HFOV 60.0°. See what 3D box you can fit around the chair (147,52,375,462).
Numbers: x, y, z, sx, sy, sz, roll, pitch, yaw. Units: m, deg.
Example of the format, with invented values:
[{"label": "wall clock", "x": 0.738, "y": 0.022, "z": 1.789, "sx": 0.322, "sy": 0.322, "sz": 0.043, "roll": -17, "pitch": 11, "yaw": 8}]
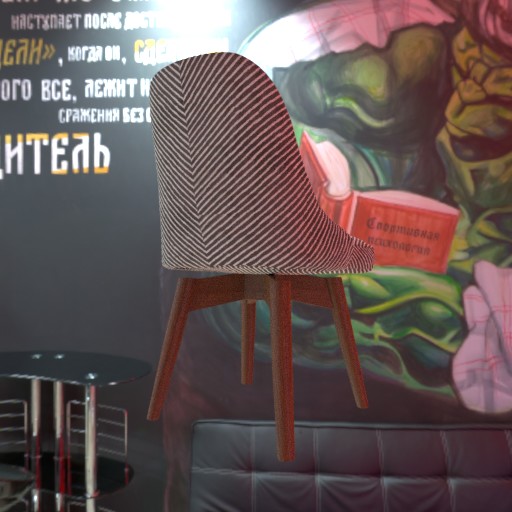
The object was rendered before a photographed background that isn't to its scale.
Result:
[{"label": "chair", "x": 0.000, "y": 0.000, "z": 1.232, "sx": 0.504, "sy": 0.883, "sz": 0.591, "roll": 0, "pitch": -1, "yaw": 36}]
